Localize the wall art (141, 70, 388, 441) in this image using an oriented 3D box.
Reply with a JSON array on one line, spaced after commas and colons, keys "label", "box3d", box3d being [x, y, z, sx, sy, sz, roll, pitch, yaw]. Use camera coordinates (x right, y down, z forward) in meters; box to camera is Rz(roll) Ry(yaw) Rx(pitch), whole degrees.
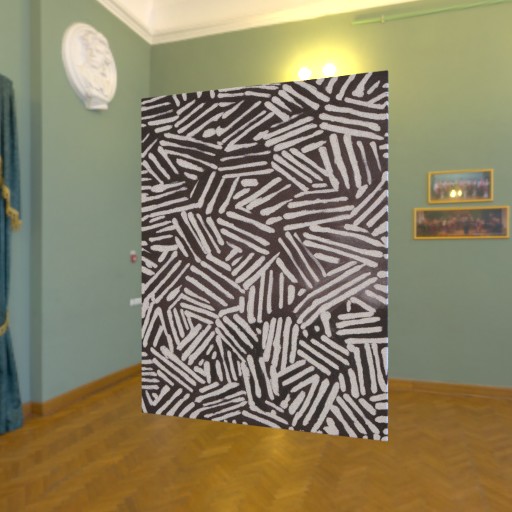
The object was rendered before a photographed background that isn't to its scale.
[{"label": "wall art", "box3d": [0.000, 0.000, 1.339, 0.765, 1.017, 0.038, 0, 0, 17]}]
